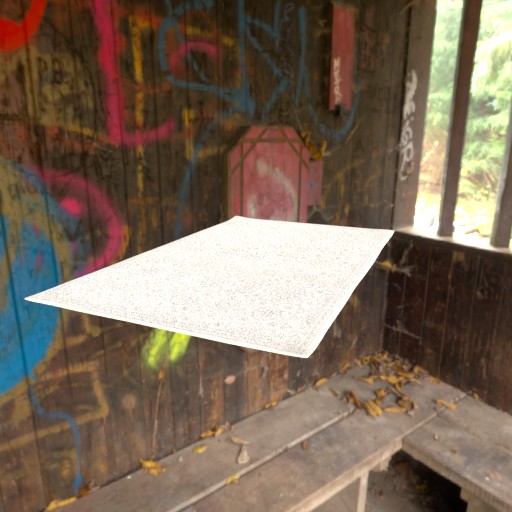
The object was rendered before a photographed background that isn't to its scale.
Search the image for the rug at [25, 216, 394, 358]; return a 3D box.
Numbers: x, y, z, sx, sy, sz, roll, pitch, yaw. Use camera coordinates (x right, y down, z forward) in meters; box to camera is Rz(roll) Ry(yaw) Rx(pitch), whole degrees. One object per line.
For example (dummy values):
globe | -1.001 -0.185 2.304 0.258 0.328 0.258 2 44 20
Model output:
rug | 0.000 0.000 2.424 1.214 0.023 1.947 7 17 23
